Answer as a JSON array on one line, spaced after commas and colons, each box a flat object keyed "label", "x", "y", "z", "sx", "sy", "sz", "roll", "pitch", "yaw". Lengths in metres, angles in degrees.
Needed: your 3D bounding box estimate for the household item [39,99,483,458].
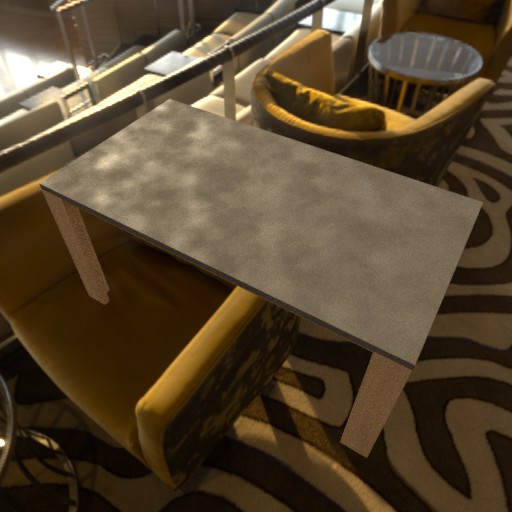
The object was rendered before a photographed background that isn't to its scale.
[{"label": "household item", "x": 0.000, "y": 0.000, "z": 2.080, "sx": 1.600, "sy": 0.755, "sz": 0.850, "roll": 24, "pitch": 52, "yaw": 21}]
